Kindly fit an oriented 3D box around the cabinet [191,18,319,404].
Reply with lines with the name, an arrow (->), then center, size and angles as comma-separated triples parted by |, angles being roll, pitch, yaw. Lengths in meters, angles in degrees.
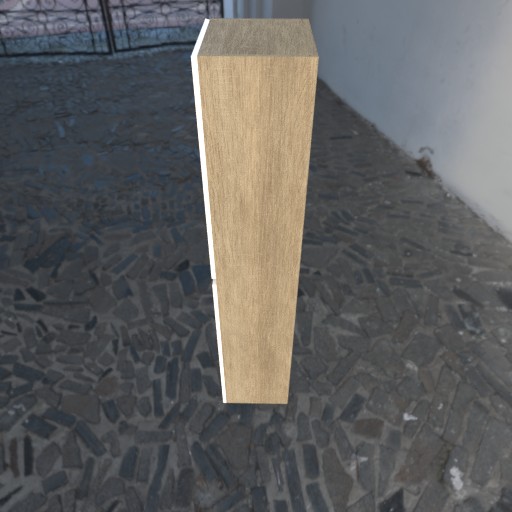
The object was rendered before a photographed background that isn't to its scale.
cabinet -> 0.000, 0.000, 1.515 | 0.270, 1.400, 0.300 | 1, 42, 1
